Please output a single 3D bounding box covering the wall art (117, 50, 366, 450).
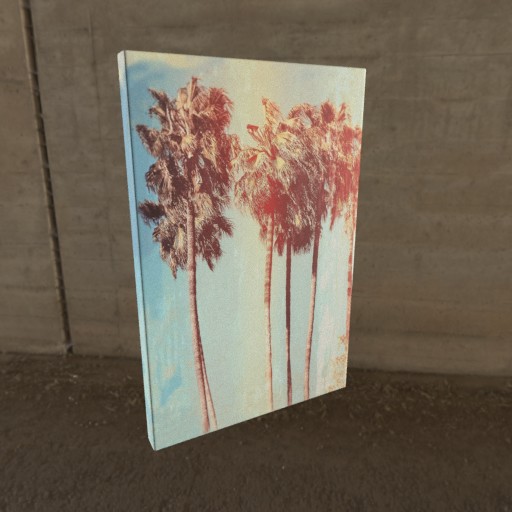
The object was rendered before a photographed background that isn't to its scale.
[{"bbox_3d":[0.000,0.000,0.752,0.401,0.610,0.038,-9,18,-27],"label":"wall art"}]
